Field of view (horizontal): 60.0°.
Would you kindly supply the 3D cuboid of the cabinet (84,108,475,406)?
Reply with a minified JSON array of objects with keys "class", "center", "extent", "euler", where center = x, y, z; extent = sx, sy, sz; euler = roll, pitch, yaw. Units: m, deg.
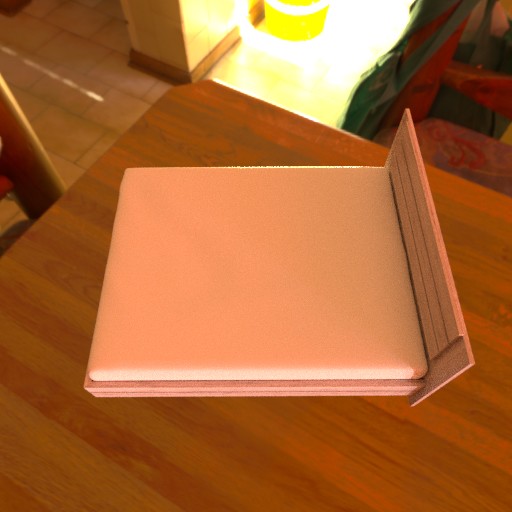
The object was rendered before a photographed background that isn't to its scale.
[{"class":"cabinet","center":[0.000,0.000,2.957],"extent":[2.080,0.970,1.750],"euler":[0,60,0]}]
